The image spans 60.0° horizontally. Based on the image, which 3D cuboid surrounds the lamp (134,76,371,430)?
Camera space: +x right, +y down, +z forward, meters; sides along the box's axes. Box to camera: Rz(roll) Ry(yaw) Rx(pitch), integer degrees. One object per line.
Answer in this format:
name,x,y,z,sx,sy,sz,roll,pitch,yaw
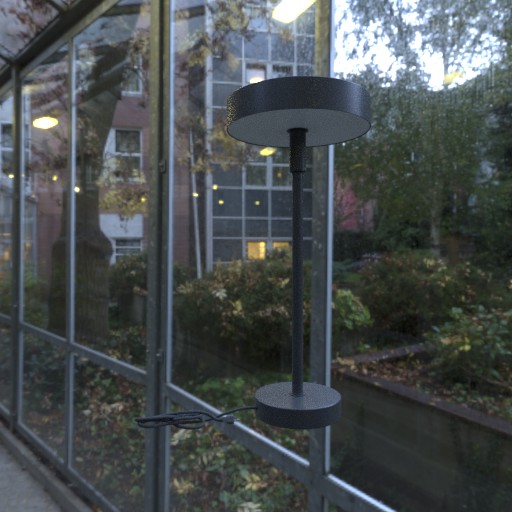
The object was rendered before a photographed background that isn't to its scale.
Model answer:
lamp,0.000,0.000,0.696,0.369,0.508,0.229,0,1,-17
